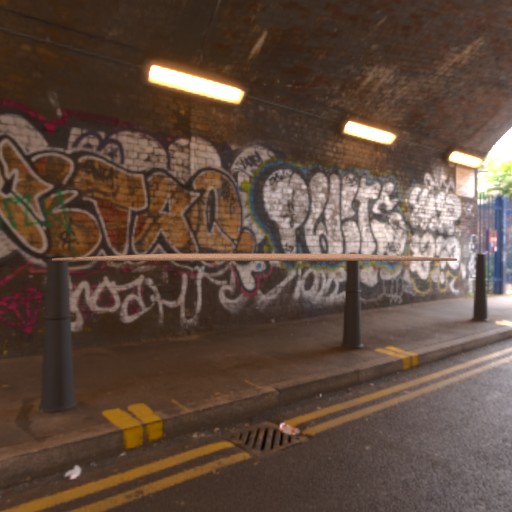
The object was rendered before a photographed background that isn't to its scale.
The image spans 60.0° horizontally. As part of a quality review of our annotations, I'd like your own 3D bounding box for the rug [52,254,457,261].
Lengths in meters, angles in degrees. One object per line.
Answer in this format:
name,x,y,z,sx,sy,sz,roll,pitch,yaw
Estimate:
rug,0.000,0.000,4.187,2.446,0.015,3.046,0,1,1
